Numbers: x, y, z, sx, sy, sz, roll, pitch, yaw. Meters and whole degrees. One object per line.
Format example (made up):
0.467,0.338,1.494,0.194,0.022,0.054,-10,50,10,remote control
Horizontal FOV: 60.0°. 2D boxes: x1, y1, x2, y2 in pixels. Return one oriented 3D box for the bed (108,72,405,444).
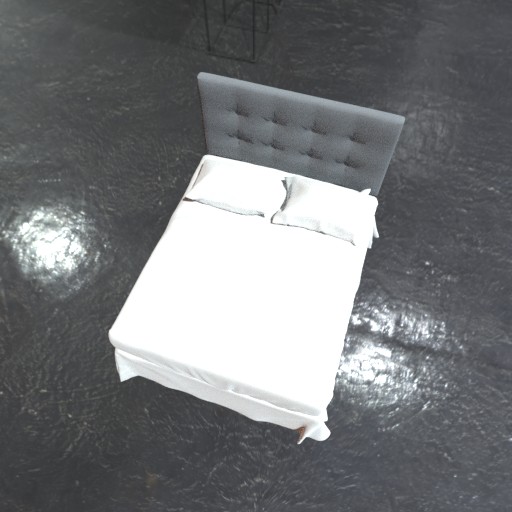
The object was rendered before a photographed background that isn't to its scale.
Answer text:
0.000,0.000,3.525,1.936,1.577,2.222,16,60,9,bed
